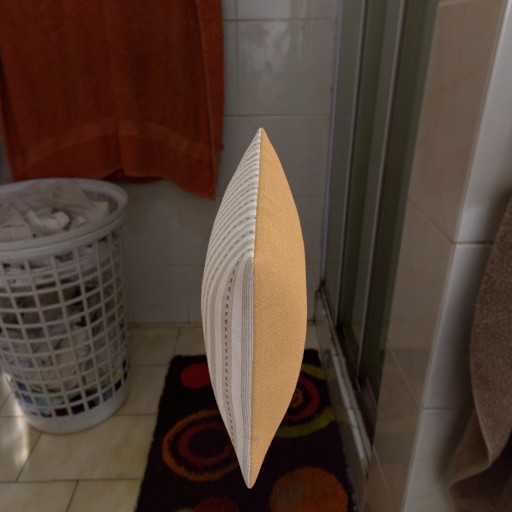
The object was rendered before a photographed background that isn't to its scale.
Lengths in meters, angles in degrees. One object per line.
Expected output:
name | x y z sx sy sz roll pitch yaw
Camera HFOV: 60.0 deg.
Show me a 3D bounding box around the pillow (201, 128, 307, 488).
pillow | 0.000 0.000 0.712 0.151 0.291 0.608 1 27 1
